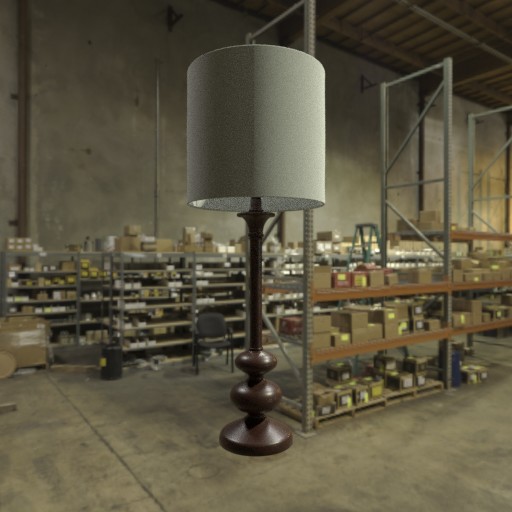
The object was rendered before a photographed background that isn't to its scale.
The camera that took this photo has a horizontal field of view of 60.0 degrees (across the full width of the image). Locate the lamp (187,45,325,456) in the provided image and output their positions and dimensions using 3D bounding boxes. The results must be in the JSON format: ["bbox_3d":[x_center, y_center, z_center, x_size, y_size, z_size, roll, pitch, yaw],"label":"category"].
[{"bbox_3d":[0.000,0.000,0.825,0.254,0.690,0.254,0,0,-36],"label":"lamp"}]
